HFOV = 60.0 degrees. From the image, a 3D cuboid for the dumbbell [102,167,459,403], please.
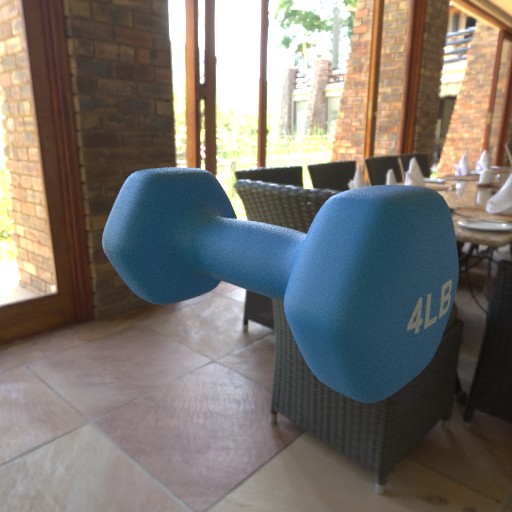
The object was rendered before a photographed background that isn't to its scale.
[{"bbox_3d":[0.000,0.000,0.185,0.074,0.066,0.152,-14,21,-42],"label":"dumbbell"}]
